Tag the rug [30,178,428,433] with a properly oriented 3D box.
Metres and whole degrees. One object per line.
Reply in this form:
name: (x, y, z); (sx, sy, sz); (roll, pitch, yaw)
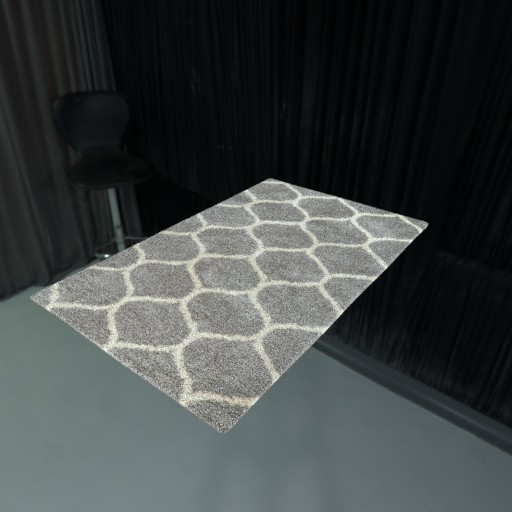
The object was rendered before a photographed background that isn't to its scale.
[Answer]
rug: (0.000, 0.000, 2.963); (1.501, 0.025, 2.348); (22, 38, 32)
